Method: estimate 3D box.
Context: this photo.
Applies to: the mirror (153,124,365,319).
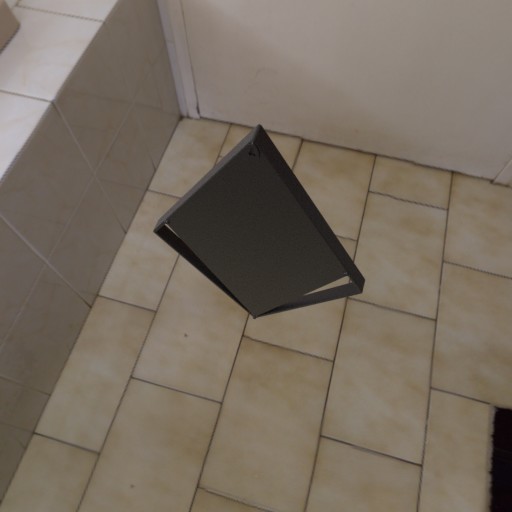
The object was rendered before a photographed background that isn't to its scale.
[{"bbox_3d":[0.000,0.000,0.848,0.419,0.679,0.032,16,65,8],"label":"mirror"}]
